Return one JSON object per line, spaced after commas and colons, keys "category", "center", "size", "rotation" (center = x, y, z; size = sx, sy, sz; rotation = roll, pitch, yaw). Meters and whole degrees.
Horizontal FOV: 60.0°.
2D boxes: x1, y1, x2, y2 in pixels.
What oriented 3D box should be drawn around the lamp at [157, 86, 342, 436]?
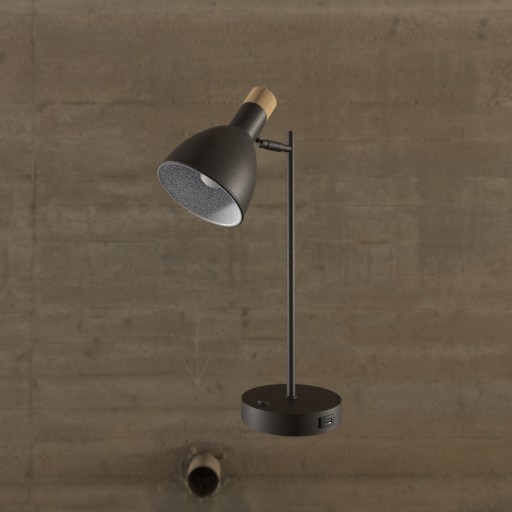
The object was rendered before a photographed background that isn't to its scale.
{"category": "lamp", "center": [0.000, 0.000, 0.630], "size": [0.287, 0.483, 0.152], "rotation": [1, -1, -36]}
